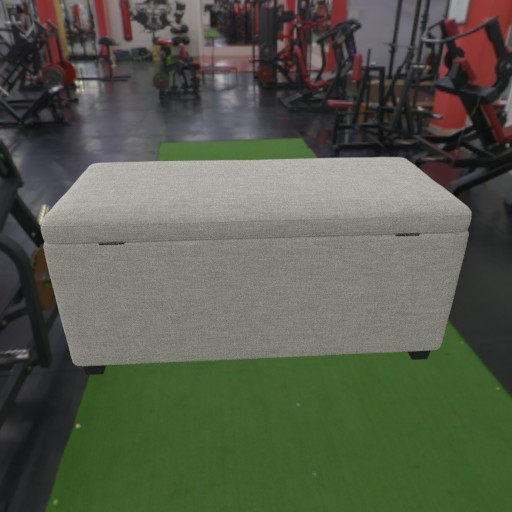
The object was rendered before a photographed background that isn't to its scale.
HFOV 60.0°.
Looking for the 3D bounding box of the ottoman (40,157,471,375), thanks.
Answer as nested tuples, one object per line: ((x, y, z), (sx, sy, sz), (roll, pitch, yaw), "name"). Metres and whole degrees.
((0.000, 0.000, 1.146), (0.902, 0.432, 0.419), (-2, 28, -3), "ottoman")
